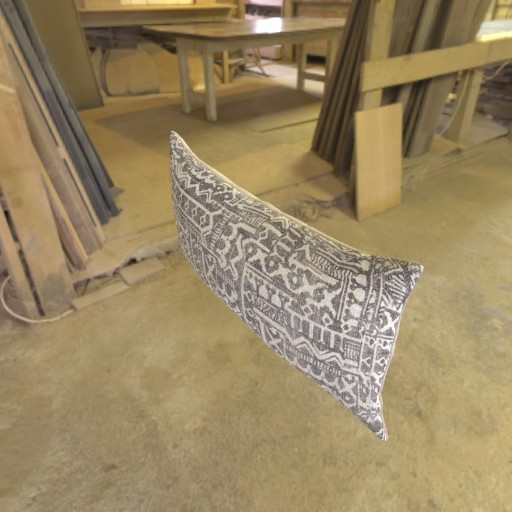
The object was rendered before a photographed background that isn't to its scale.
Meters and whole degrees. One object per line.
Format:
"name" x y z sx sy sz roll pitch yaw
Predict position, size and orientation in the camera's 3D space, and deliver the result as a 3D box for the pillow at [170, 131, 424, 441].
"pillow" 0.000 0.000 0.760 0.148 0.290 0.631 -21 38 -29
